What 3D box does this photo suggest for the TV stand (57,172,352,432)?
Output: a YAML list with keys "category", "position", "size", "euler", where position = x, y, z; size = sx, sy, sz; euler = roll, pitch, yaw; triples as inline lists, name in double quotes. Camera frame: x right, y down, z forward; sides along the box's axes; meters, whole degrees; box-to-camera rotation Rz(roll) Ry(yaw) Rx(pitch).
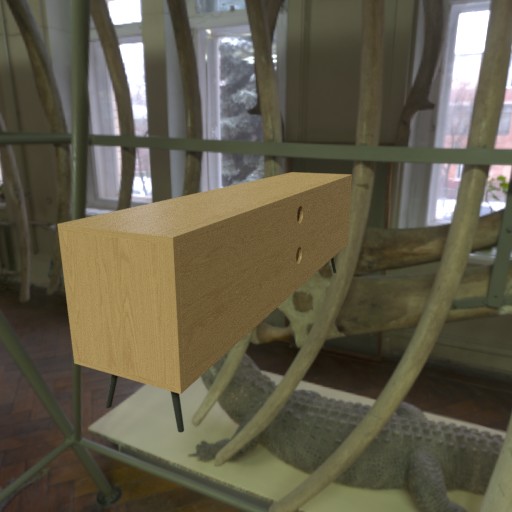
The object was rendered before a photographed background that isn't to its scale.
- category: "TV stand"
  position: [0.000, 0.000, 1.953]
  size: [0.400, 0.580, 1.760]
  euler: [7, 17, 24]
